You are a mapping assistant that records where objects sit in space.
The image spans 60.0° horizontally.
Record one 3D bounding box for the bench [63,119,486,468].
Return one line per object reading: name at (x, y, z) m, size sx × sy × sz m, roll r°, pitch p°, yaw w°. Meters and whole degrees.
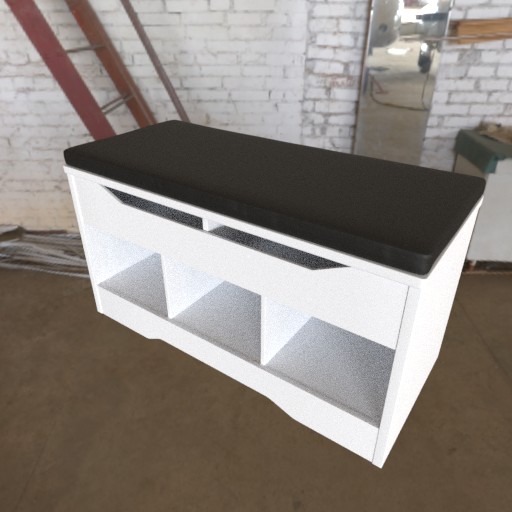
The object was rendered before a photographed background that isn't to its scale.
bench at (0.000, 0.000, 1.122) m, size 0.899 × 0.500 × 0.401 m, roll 20°, pitch 36°, yaw 30°
